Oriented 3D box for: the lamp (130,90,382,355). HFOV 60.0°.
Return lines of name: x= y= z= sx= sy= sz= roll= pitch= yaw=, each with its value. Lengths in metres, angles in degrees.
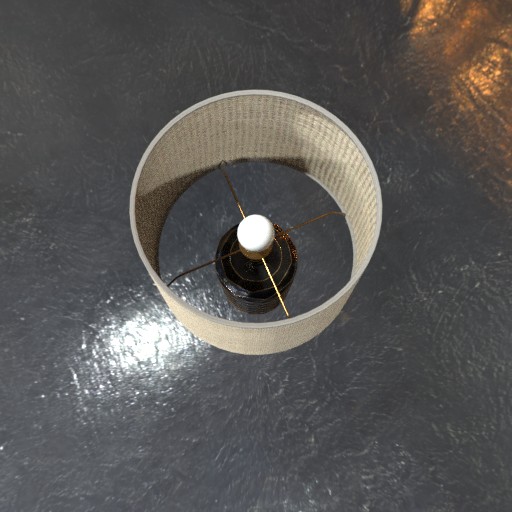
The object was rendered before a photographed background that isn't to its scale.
lamp: x=0.000 y=0.000 z=0.858 sx=0.376 sy=0.594 sz=0.376 roll=0 pitch=76 yaw=0
